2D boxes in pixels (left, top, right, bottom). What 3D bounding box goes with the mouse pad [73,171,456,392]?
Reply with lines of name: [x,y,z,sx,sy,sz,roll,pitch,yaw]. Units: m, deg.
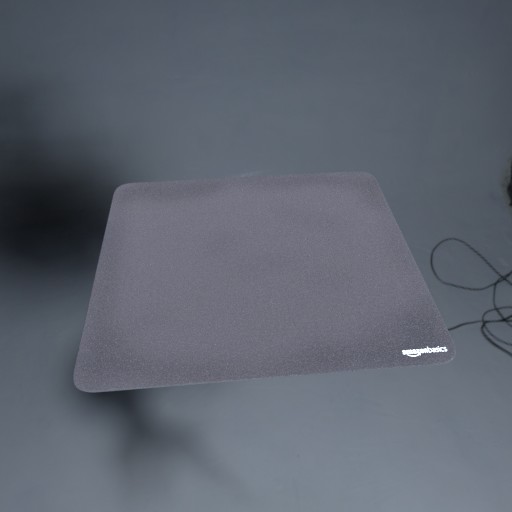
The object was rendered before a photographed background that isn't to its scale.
mouse pad: [0.000,0.000,0.642,0.451,0.002,0.393,-4,45,-4]
